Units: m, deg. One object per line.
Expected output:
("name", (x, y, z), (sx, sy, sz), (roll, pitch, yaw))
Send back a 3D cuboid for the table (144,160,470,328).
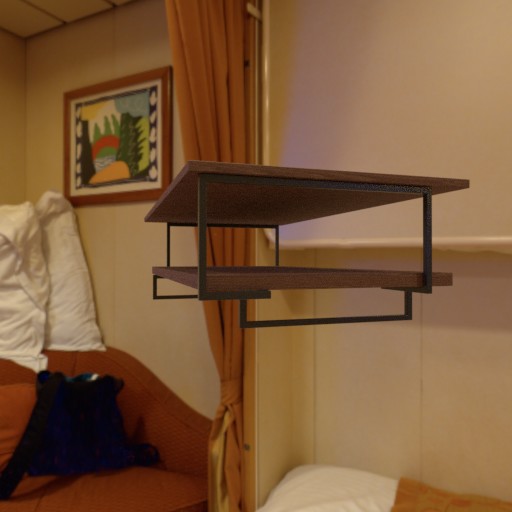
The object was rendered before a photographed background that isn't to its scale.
("table", (0.000, 0.000, 1.491), (0.651, 0.347, 1.197), (0, 0, -18))
